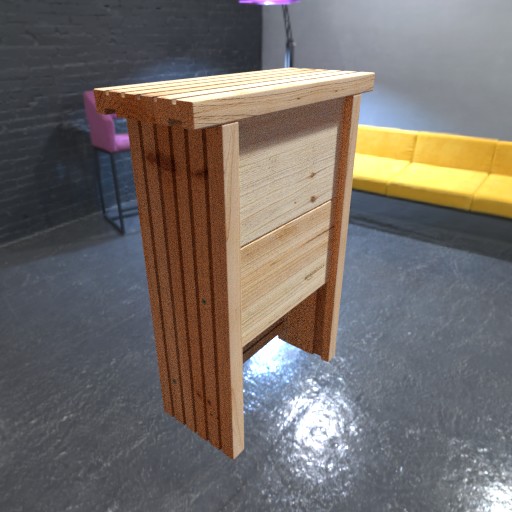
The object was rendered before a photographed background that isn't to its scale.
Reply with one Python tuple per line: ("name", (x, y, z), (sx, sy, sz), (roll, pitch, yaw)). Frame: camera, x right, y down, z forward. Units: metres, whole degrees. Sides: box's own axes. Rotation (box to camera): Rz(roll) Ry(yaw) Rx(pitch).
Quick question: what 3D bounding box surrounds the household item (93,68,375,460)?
("household item", (0.000, 0.000, 0.548), (0.123, 0.407, 0.301), (20, 33, 34))
